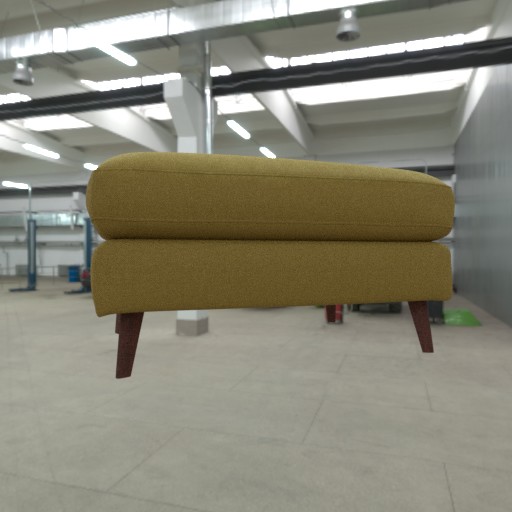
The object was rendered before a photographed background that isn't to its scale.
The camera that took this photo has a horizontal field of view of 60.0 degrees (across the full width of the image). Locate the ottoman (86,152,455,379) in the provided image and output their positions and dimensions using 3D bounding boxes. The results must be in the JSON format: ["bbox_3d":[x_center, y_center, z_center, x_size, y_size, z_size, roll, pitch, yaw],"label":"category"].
[{"bbox_3d":[0.000,0.000,1.161,0.811,0.449,0.608,0,0,-18],"label":"ottoman"}]
